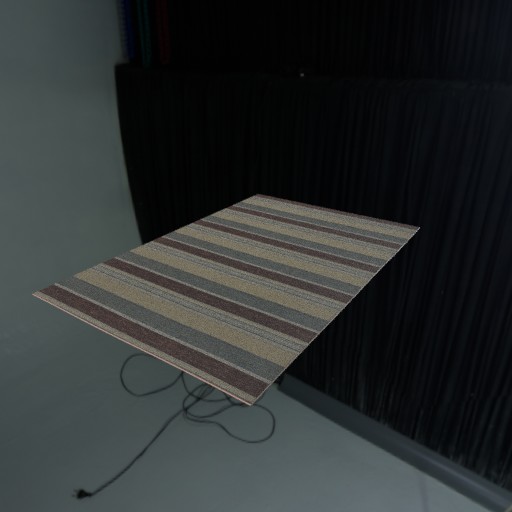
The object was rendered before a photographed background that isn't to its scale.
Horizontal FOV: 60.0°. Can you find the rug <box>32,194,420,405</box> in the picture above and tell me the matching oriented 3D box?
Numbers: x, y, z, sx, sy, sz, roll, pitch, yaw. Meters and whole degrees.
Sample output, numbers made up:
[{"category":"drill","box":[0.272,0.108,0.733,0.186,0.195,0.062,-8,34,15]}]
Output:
[{"category":"rug","box":[0.000,0.000,2.382,1.219,0.008,1.829,16,30,31]}]
